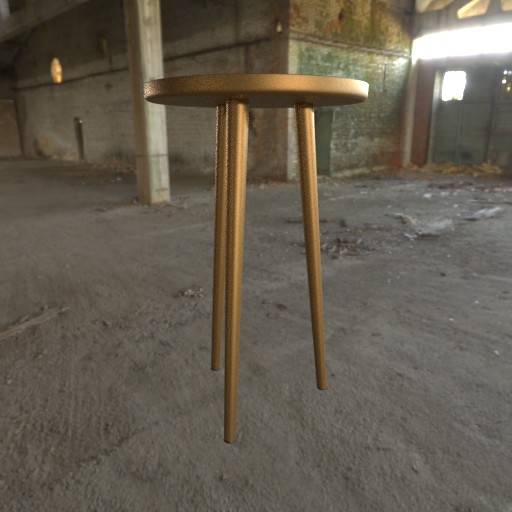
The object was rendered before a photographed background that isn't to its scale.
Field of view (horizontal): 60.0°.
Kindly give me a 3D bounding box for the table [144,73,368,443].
[{"bbox_3d":[0.000,0.000,0.671,0.299,0.480,0.299,-15,21,-42],"label":"table"}]
